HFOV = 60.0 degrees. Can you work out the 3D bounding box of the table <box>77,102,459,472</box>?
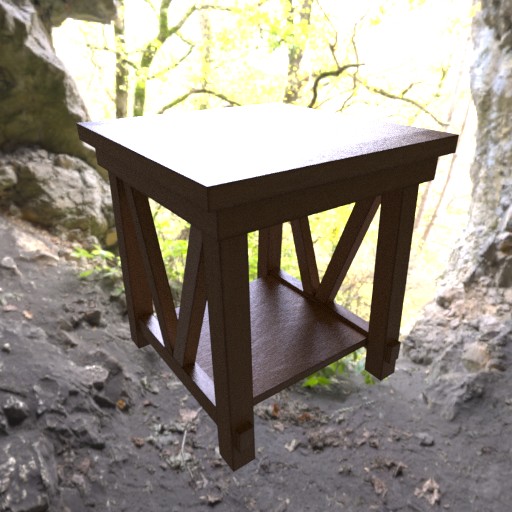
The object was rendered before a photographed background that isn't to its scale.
[{"bbox_3d":[0.000,0.000,1.133,0.610,0.638,0.612,-18,32,-32],"label":"table"}]
